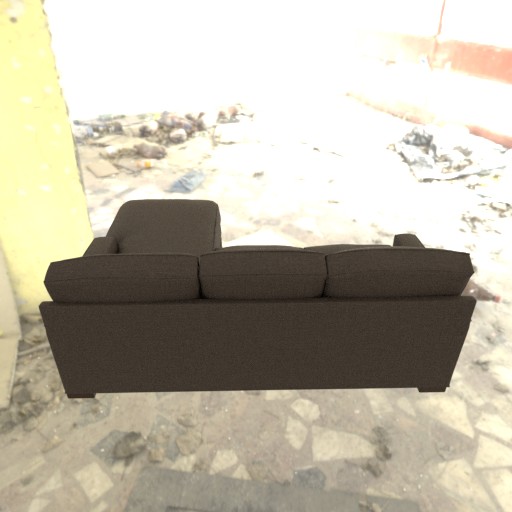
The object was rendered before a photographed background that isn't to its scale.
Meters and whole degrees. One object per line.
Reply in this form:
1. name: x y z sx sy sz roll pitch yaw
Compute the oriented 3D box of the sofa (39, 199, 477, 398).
1. sofa: 0.000 0.000 3.248 2.370 0.973 1.790 -1 32 -1
